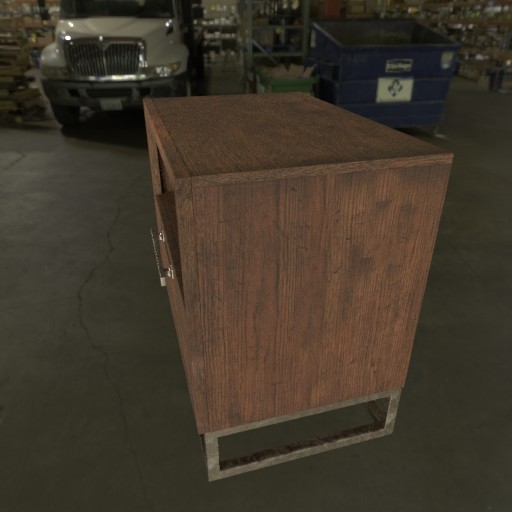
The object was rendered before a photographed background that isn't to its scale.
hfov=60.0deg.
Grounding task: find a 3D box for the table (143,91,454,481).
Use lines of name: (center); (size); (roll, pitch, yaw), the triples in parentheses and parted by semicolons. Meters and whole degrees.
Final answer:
table: (0.000, 0.000, 1.240); (0.542, 0.746, 0.767); (-8, 30, -14)
